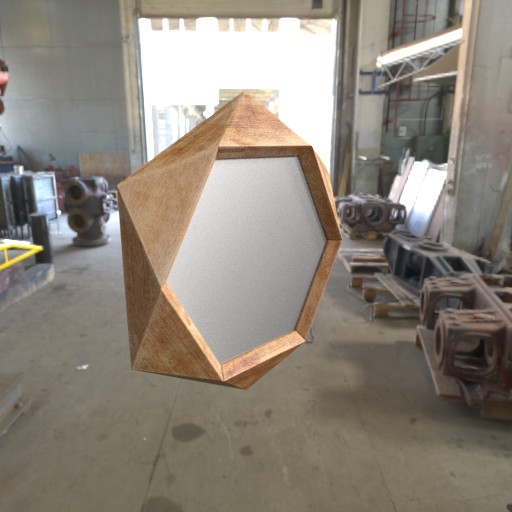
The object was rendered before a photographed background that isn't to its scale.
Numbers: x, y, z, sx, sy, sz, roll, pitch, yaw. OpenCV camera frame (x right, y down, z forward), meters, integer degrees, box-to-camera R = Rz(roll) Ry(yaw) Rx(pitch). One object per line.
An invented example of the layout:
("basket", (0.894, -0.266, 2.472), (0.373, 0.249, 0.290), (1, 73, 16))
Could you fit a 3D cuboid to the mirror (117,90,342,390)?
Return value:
("mirror", (0.000, 0.000, 1.100), (0.675, 0.779, 0.091), (-14, 20, -43))
